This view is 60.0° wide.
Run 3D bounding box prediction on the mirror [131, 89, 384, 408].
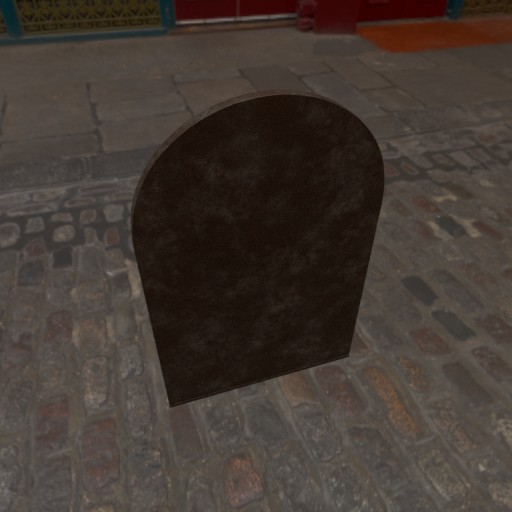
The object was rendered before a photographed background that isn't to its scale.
[{"bbox_3d":[0.000,0.000,0.994,0.510,0.770,0.137,-12,42,-14],"label":"mirror"}]
